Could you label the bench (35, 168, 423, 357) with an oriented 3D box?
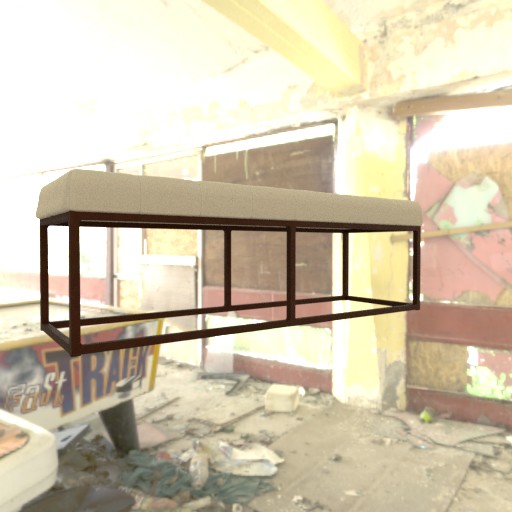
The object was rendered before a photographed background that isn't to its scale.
[{"bbox_3d":[0.000,0.000,1.722,1.488,0.488,0.479,-1,2,-35],"label":"bench"}]
